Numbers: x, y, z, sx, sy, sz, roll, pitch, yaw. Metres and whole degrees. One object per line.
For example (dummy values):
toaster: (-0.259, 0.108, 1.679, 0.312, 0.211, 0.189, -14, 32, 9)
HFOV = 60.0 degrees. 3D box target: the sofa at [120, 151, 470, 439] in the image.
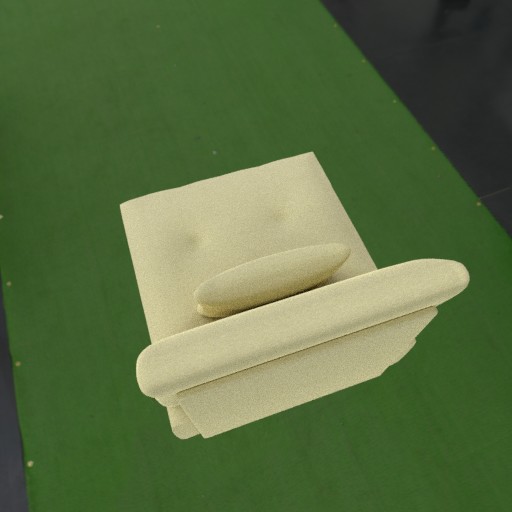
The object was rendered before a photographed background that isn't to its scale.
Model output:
sofa: (0.000, 0.000, 1.670, 0.930, 0.820, 1.000, -17, 61, -9)
